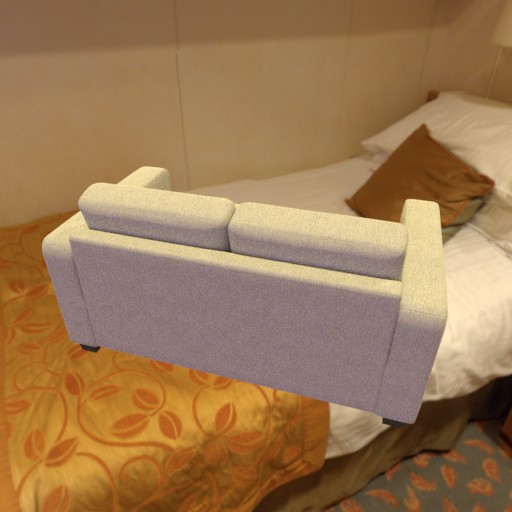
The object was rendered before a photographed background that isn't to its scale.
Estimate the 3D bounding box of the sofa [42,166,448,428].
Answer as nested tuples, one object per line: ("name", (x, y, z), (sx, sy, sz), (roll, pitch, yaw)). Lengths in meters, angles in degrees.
("sofa", (0.000, 0.000, 2.012), (1.540, 0.800, 0.900), (10, 35, 14))
